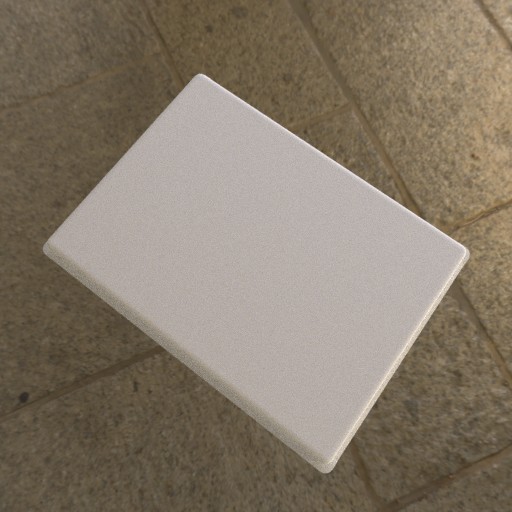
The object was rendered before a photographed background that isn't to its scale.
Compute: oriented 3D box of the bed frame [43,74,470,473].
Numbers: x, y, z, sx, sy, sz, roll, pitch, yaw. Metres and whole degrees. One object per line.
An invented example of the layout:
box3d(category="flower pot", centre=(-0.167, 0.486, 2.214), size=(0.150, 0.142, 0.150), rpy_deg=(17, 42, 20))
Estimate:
box3d(category="bed frame", centre=(0.000, 0.000, 2.522), size=(1.900, 0.406, 1.400), rpy_deg=(36, 78, 9))
